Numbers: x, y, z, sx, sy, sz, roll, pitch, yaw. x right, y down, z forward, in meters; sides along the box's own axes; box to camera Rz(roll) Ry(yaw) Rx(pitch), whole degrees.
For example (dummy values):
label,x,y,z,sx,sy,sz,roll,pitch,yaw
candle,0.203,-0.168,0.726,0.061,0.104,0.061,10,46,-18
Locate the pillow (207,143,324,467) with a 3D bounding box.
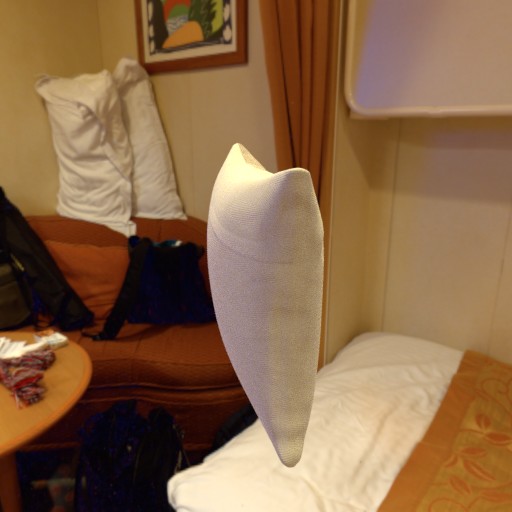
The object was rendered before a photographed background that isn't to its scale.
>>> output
label,x,y,z,sx,sy,sz,roll,pitch,yaw
pillow,0.000,0.000,0.645,0.139,0.305,0.506,-2,16,-8
